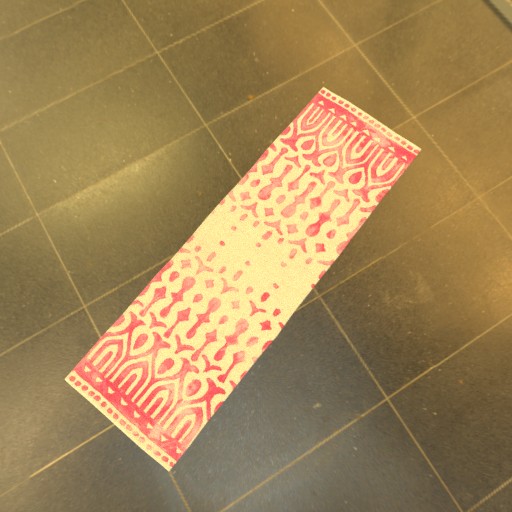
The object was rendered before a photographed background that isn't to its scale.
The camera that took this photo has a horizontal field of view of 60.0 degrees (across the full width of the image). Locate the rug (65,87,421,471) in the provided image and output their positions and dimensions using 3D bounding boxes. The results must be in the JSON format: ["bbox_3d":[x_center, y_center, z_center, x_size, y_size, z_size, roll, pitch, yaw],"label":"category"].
[{"bbox_3d":[0.000,0.000,2.672,0.787,0.011,2.458,38,78,10],"label":"rug"}]
